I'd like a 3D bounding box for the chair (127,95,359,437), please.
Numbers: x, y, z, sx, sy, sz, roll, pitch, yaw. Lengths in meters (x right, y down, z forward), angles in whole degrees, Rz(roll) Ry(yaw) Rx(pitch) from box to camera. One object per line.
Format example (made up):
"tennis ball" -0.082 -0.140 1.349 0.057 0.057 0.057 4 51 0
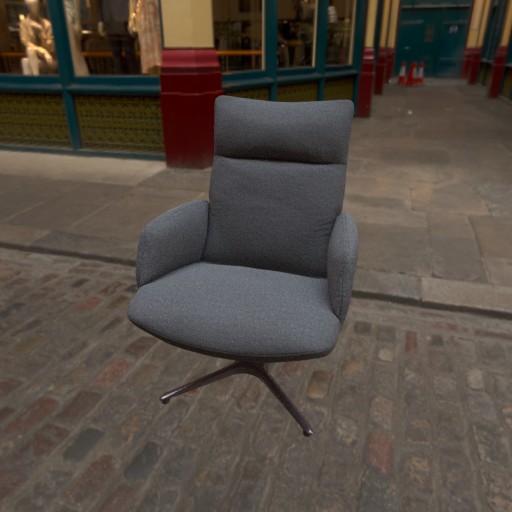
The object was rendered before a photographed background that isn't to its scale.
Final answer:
"chair" 0.000 0.000 1.565 0.702 0.984 0.831 7 27 15
